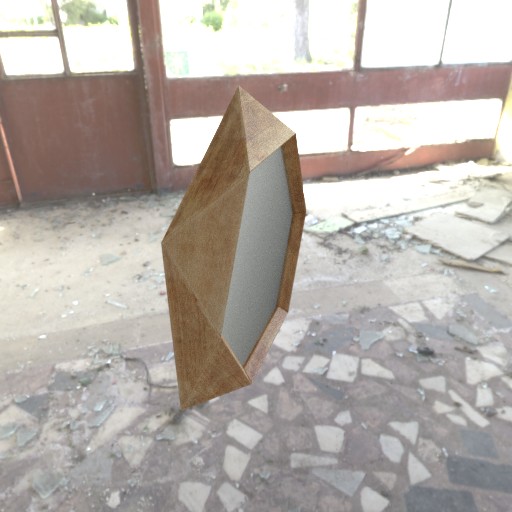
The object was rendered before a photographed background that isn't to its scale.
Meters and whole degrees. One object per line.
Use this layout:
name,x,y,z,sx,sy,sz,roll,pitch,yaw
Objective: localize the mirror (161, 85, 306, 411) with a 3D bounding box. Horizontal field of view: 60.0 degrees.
mirror,0.000,0.000,1.078,0.091,0.779,0.675,10,31,18
